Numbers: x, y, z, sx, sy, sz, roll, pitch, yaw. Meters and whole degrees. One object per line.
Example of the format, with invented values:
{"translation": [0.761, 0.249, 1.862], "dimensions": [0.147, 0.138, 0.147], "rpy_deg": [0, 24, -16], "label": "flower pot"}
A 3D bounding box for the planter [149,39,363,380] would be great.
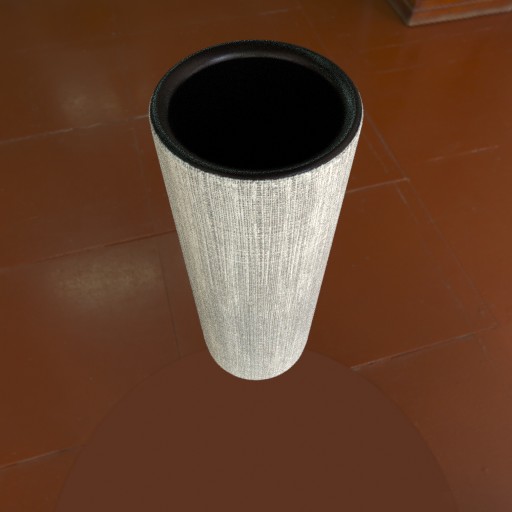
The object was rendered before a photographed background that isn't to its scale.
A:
{"translation": [0.000, 0.000, 0.319], "dimensions": [0.100, 0.270, 0.100], "rpy_deg": [16, 59, 10], "label": "planter"}
